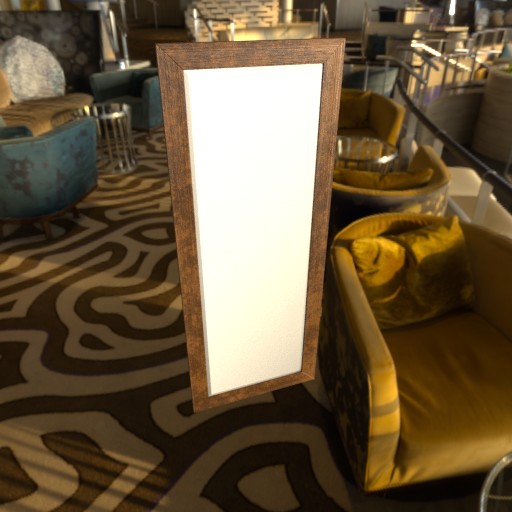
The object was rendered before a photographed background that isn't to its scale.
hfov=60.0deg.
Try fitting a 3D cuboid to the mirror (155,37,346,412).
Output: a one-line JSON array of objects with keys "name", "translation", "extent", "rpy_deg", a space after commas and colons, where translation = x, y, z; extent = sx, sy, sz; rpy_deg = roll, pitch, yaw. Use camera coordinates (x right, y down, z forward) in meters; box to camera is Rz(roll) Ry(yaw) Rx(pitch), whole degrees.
[{"name": "mirror", "translation": [0.000, 0.000, 2.317], "extent": [0.812, 2.031, 0.032], "rpy_deg": [-10, 32, -17]}]
